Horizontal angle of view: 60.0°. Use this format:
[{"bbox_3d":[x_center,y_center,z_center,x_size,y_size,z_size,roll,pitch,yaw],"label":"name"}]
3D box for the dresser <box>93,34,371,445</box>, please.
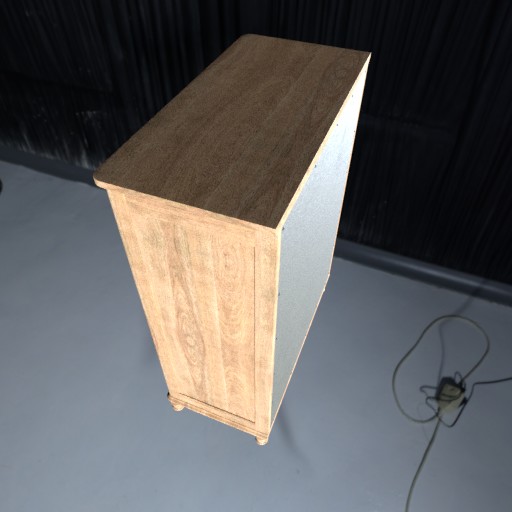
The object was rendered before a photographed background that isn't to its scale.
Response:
[{"bbox_3d":[0.000,0.000,1.791,0.484,1.318,0.973,16,49,15],"label":"dresser"}]
